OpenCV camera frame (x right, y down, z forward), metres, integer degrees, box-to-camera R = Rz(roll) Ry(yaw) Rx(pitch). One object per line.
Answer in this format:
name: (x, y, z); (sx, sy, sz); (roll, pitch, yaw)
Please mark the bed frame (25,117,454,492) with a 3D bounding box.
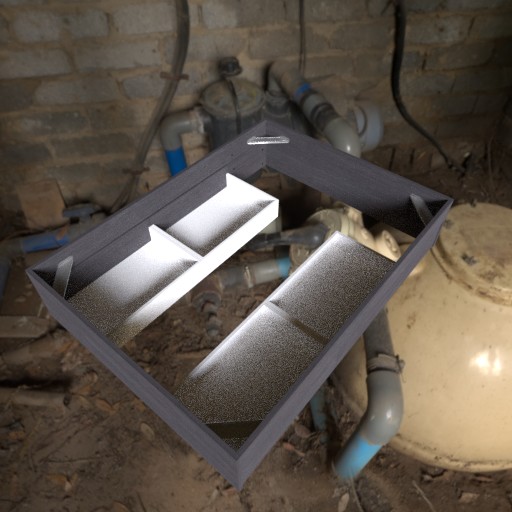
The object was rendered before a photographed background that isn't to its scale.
bed frame: (0.000, 0.000, 2.596); (1.448, 0.459, 1.944); (32, 55, 26)
